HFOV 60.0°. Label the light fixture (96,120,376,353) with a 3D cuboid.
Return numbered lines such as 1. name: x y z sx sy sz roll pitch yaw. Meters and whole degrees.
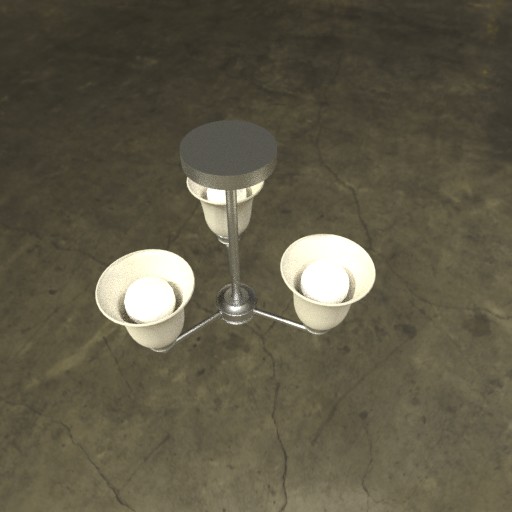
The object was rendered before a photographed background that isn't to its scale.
1. light fixture: 0.000 0.000 0.673 0.354 0.370 0.388 17 50 15
